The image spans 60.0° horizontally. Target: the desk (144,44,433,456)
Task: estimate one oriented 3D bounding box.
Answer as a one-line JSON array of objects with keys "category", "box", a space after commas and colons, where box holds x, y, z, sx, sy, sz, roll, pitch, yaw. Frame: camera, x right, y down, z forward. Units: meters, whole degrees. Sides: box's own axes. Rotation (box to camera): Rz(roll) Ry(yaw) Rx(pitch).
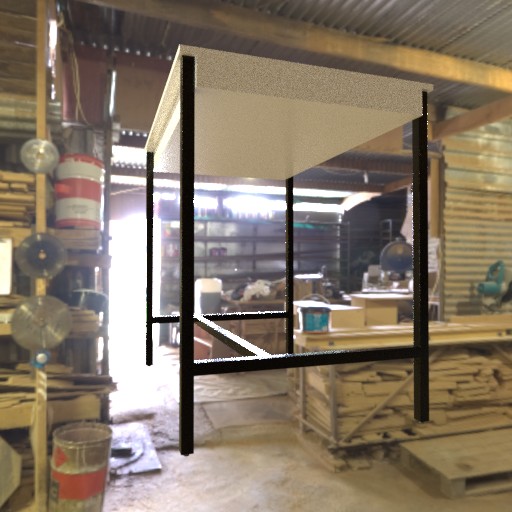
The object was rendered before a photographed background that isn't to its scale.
[{"category": "desk", "box": [0.000, 0.000, 1.288, 0.573, 0.766, 0.811, 0, -1, -19]}]
